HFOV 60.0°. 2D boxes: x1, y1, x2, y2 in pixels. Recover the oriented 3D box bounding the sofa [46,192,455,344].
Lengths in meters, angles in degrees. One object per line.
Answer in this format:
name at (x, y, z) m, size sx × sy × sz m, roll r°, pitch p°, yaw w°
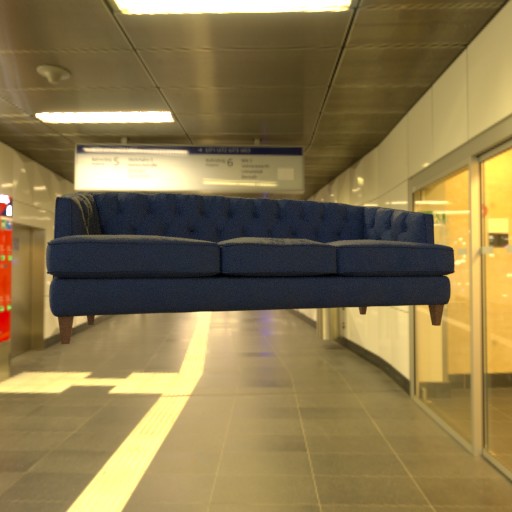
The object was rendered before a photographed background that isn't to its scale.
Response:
sofa at (0.000, 0.000, 2.748) m, size 2.278 × 0.855 × 0.941 m, roll 1°, pitch -2°, yaw -18°
